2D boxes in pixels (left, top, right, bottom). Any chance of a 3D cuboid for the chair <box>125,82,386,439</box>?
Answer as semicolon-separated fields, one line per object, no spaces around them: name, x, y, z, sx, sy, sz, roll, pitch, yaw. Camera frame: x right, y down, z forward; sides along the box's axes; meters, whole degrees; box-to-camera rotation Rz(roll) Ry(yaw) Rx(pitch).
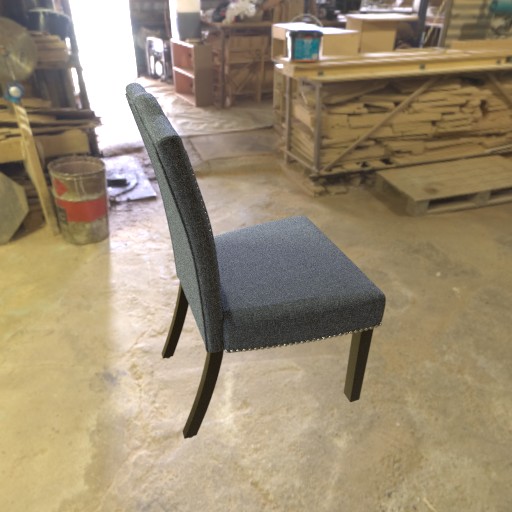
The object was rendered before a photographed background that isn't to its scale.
chair;0.000;0.000;1.290;0.589;0.946;0.518;-11;34;-17
